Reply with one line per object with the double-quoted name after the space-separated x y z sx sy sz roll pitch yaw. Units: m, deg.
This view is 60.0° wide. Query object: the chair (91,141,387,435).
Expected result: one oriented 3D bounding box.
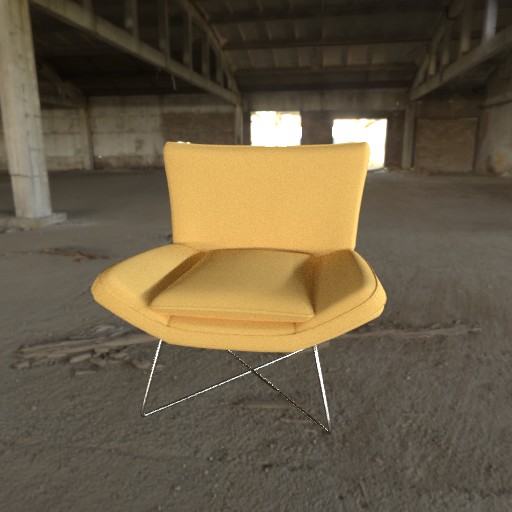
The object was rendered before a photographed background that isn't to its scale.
0.000 0.000 1.700 0.859 0.855 1.008 2 14 8 "chair"
